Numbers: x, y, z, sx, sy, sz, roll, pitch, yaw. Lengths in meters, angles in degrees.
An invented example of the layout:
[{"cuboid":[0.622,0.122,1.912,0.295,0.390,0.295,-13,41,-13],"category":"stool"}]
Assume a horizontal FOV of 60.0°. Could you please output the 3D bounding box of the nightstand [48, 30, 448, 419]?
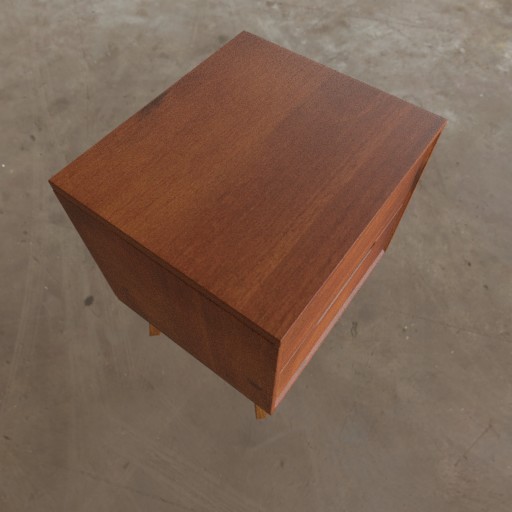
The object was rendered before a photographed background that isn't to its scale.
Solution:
[{"cuboid":[0.000,0.000,0.927,0.411,0.618,0.460,32,64,18],"category":"nightstand"}]
